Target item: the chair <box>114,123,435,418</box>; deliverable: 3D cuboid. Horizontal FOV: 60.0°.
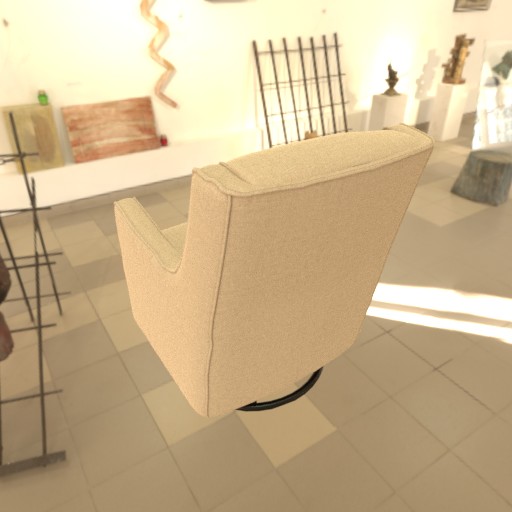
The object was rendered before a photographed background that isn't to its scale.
[{"bbox_3d":[0.000,0.000,1.569,0.732,0.993,0.879,-19,36,-28],"label":"chair"}]
